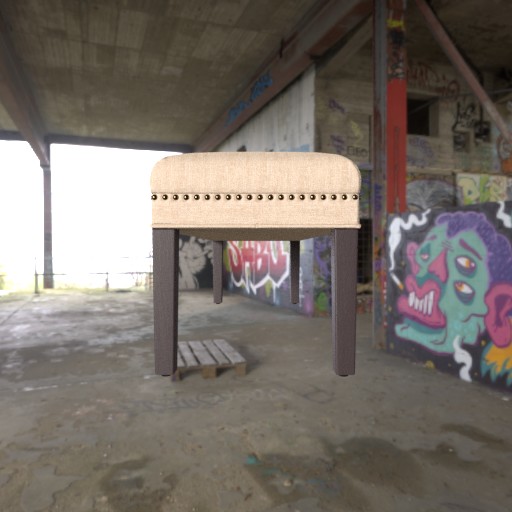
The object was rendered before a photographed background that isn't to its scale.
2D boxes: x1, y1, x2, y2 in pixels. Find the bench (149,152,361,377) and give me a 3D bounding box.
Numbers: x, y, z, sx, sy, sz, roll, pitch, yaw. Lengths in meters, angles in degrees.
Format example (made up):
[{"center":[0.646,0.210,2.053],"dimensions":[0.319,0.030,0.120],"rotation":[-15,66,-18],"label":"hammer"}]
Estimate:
[{"center":[0.000,0.000,1.456],"dimensions":[0.410,0.457,1.219],"rotation":[0,1,0],"label":"bench"}]
